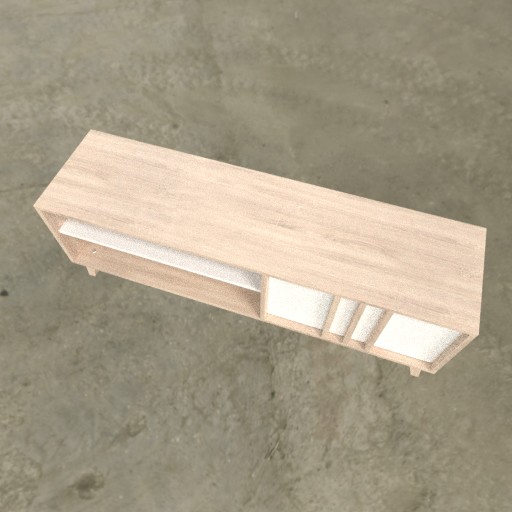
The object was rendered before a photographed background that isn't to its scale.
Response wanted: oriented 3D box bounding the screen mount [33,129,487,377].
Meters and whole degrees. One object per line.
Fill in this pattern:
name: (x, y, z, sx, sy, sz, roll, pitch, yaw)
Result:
screen mount: (0.000, 0.000, 1.731, 1.500, 0.510, 0.400, 16, 60, 10)
